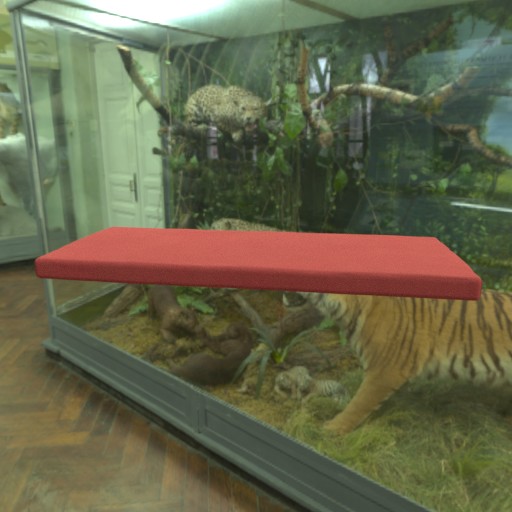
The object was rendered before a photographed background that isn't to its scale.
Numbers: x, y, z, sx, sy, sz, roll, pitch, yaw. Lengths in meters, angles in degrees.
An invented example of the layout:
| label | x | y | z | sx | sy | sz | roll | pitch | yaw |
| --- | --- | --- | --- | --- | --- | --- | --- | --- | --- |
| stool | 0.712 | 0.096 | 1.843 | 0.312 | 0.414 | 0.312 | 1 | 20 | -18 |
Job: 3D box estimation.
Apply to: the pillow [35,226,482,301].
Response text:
| label | x | y | z | sx | sy | sz | roll | pitch | yaw |
| --- | --- | --- | --- | --- | --- | --- | --- | --- | --- |
| pillow | 0.000 | 0.000 | 1.345 | 1.187 | 0.081 | 0.492 | 2 | 15 | 9 |
